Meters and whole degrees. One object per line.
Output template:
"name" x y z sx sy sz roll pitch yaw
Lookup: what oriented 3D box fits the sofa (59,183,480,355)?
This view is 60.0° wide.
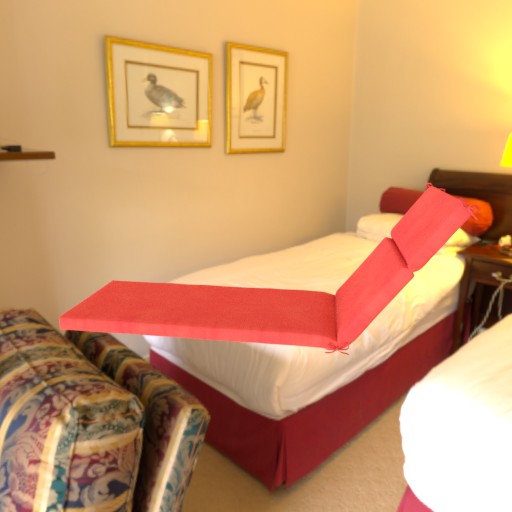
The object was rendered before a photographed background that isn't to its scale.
"sofa" 0.000 0.000 1.970 1.663 0.622 0.582 2 16 9
